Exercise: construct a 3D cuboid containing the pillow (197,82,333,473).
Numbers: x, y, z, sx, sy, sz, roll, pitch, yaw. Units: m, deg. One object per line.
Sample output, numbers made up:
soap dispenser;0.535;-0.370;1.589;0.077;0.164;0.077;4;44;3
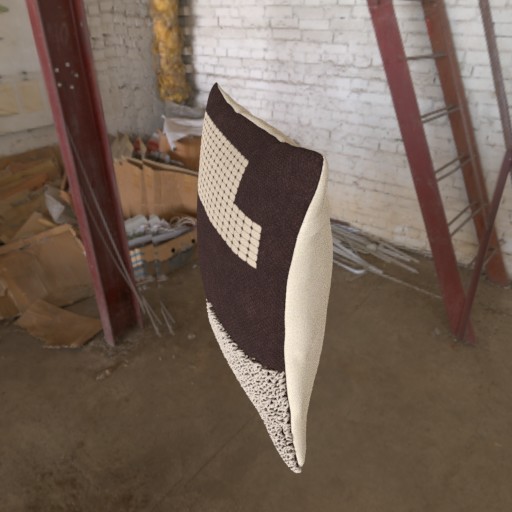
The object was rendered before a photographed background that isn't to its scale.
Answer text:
pillow;0.000;0.000;0.724;0.178;0.473;0.475;-8;30;-14
